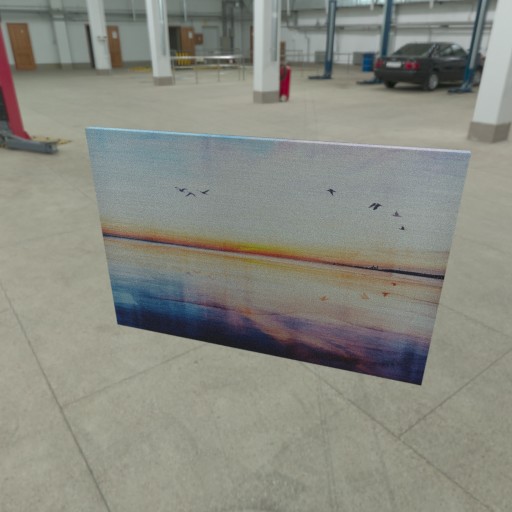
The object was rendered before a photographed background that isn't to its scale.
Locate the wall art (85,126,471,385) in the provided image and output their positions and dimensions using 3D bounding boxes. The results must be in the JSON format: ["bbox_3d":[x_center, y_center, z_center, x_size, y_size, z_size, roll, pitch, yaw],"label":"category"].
[{"bbox_3d":[0.000,0.000,0.766,0.604,0.402,0.018,8,27,16],"label":"wall art"}]
